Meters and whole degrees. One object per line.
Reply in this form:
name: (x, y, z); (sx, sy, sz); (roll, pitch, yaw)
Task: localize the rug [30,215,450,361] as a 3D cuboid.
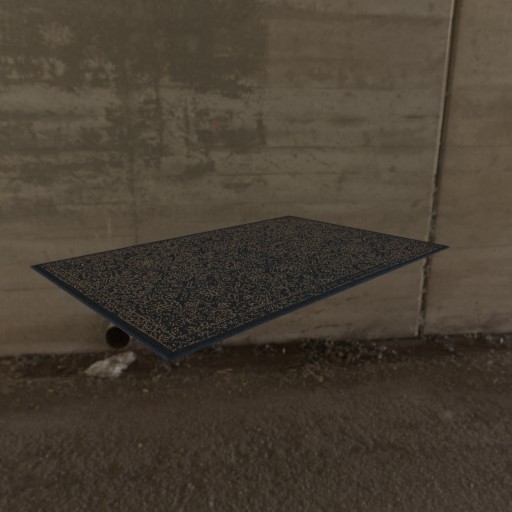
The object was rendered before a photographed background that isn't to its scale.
rug: (0.000, 0.000, 2.296); (1.829, 0.010, 1.219); (-15, 22, -41)
